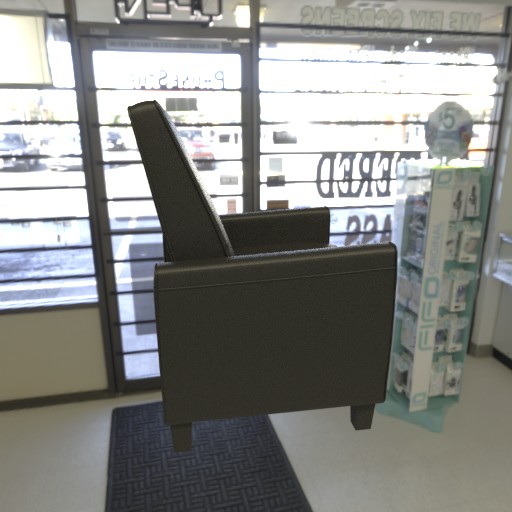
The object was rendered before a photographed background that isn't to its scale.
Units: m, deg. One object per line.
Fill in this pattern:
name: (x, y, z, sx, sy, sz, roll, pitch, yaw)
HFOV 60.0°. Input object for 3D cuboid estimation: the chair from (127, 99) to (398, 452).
chair: (0.000, 0.000, 1.544, 0.746, 1.013, 0.705, -3, 17, -9)
